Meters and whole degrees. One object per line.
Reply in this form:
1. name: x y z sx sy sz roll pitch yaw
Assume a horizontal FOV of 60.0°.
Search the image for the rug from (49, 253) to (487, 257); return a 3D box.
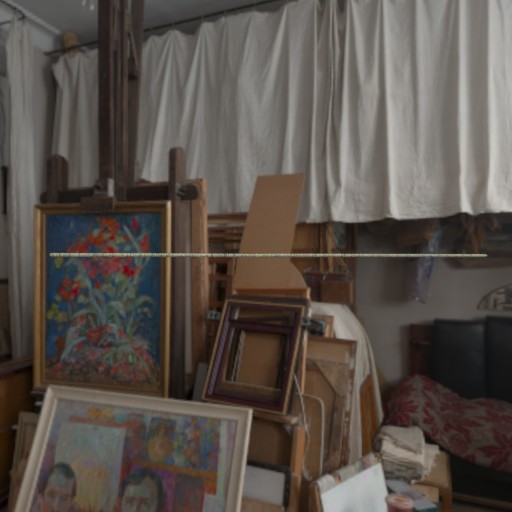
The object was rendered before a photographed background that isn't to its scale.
1. rug: 0.000 0.000 2.340 1.846 0.014 1.243 0 0 -18
